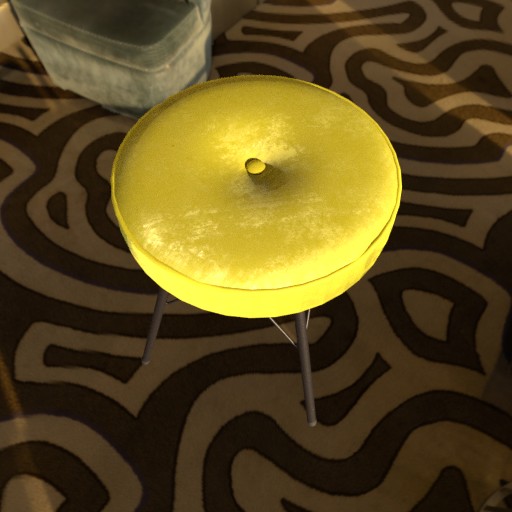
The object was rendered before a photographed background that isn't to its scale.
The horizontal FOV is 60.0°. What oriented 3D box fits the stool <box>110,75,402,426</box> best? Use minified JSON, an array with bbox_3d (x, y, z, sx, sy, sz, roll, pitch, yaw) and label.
[{"bbox_3d":[0.000,0.000,0.827,0.409,0.508,0.409,17,60,10],"label":"stool"}]
